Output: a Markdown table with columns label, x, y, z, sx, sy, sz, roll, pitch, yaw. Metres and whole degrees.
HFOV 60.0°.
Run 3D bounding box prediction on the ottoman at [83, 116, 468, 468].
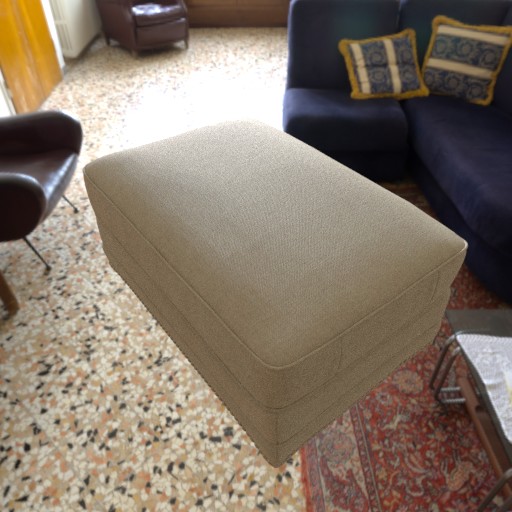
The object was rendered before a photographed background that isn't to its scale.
| label | x | y | z | sx | sy | sz | roll | pitch | yaw |
| --- | --- | --- | --- | --- | --- | --- | --- | --- | --- |
| ottoman | 0.000 | 0.000 | 1.132 | 0.559 | 0.458 | 0.813 | -27 | 47 | -28 |
